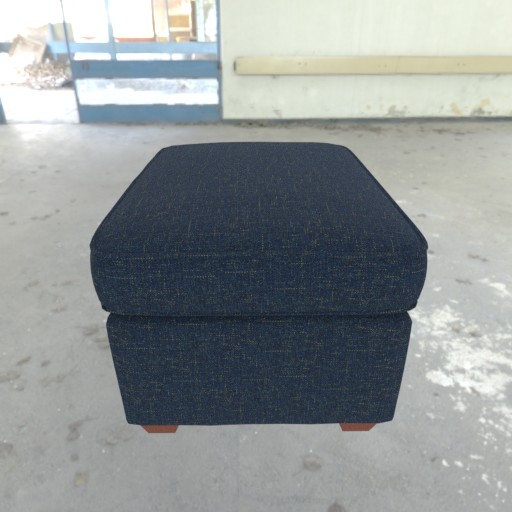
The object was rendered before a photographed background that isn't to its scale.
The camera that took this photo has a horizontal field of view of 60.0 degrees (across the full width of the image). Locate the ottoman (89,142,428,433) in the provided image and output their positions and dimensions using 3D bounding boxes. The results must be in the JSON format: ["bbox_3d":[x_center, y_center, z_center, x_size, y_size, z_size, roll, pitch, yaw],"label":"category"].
[{"bbox_3d":[0.000,0.000,1.065,0.549,0.450,0.749,0,27,-1],"label":"ottoman"}]
